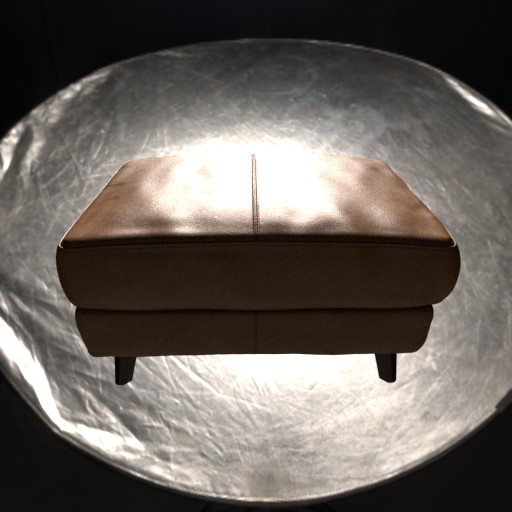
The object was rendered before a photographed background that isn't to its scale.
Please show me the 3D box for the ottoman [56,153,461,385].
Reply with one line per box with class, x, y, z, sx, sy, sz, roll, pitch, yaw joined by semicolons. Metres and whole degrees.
ottoman;0.000;0.000;1.227;0.869;0.461;0.630;0;29;-1
